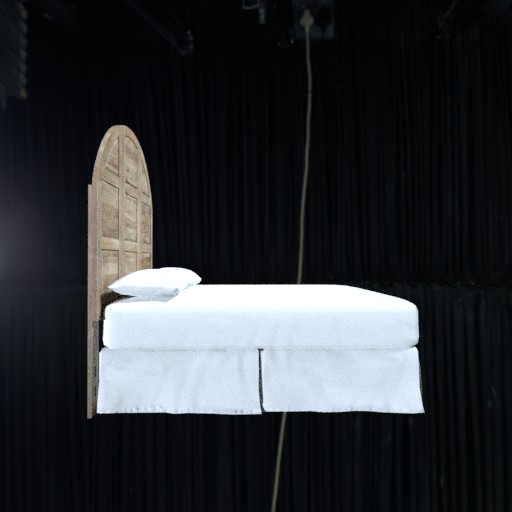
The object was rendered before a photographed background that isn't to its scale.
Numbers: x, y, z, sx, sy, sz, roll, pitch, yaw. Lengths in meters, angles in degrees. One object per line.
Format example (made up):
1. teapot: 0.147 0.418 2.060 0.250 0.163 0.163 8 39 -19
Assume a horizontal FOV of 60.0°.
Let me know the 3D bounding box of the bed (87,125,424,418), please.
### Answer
1. bed: 0.000 0.000 3.556 2.112 2.002 1.713 0 -1 -2
